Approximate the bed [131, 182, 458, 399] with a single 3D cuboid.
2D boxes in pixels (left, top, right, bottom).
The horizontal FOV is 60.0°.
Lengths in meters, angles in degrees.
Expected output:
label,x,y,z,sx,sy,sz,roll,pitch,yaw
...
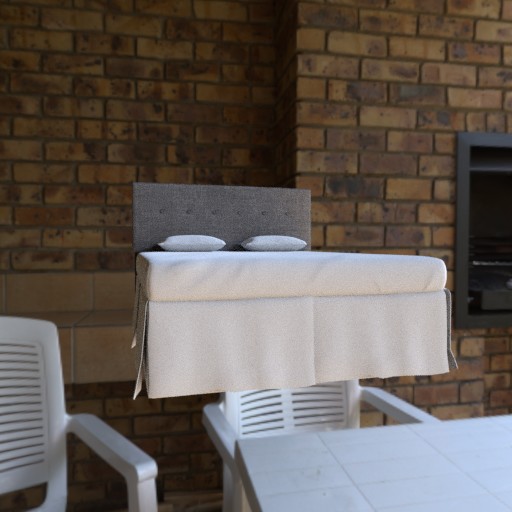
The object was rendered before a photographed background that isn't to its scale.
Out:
label,x,y,z,sx,sy,sz,roll,pitch,yaw
bed,0.000,0.000,2.966,1.621,1.168,1.958,0,2,-16
